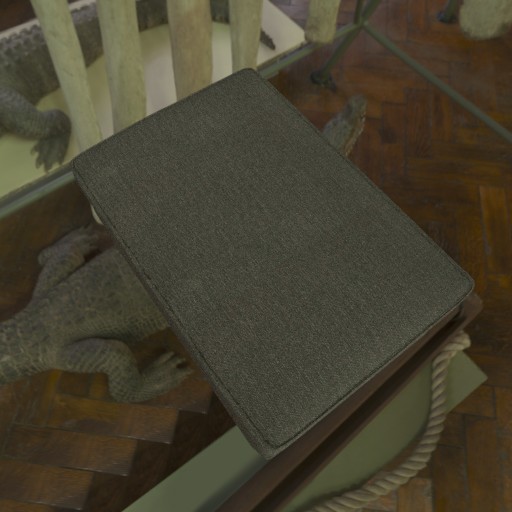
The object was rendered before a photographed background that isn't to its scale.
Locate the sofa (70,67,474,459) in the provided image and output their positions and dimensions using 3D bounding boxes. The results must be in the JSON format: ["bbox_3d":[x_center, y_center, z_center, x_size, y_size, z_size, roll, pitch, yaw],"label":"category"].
[{"bbox_3d":[0.000,0.000,1.205,0.578,0.457,0.854,-34,69,-15],"label":"sofa"}]
